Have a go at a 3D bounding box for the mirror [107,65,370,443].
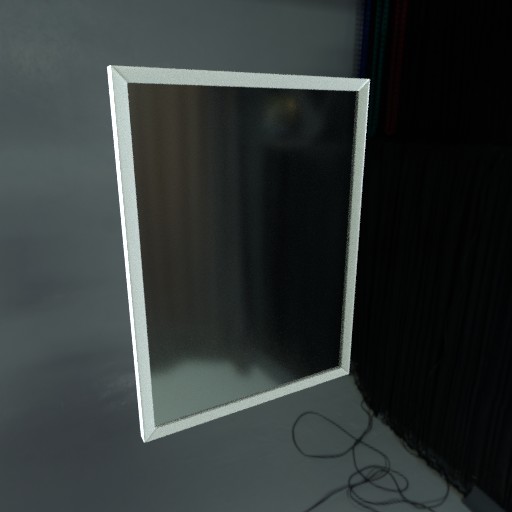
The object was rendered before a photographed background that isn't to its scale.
[{"bbox_3d":[0.000,0.000,1.331,0.762,1.016,0.040,-9,20,-27],"label":"mirror"}]
